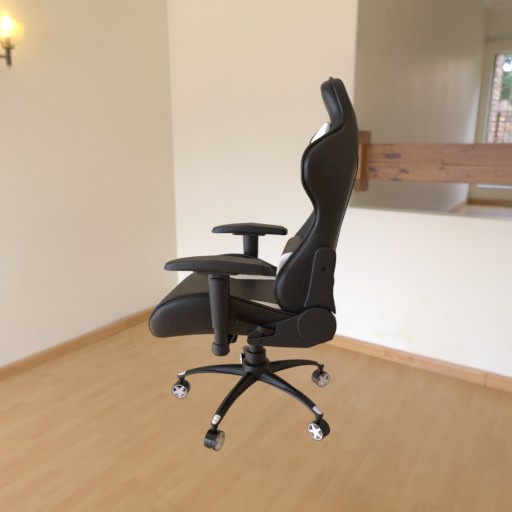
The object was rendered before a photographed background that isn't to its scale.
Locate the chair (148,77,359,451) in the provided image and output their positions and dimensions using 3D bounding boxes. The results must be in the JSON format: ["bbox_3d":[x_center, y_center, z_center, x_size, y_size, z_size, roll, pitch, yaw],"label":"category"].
[{"bbox_3d":[0.000,0.000,1.723,0.695,1.285,0.730,2,15,9],"label":"chair"}]
